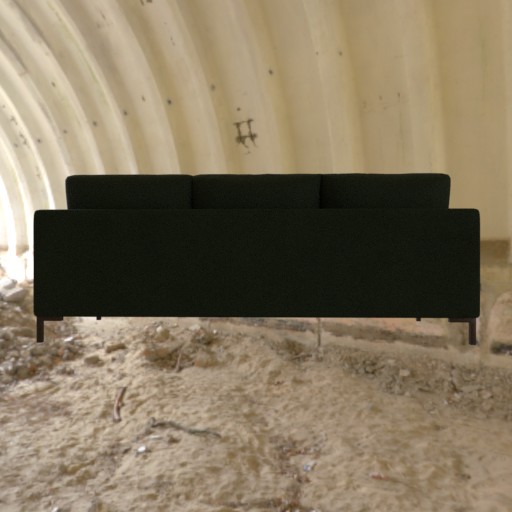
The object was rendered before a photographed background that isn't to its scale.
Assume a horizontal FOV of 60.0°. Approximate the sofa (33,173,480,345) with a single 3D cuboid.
[{"bbox_3d":[0.000,0.000,2.603,2.218,0.870,0.859,0,0,1],"label":"sofa"}]
